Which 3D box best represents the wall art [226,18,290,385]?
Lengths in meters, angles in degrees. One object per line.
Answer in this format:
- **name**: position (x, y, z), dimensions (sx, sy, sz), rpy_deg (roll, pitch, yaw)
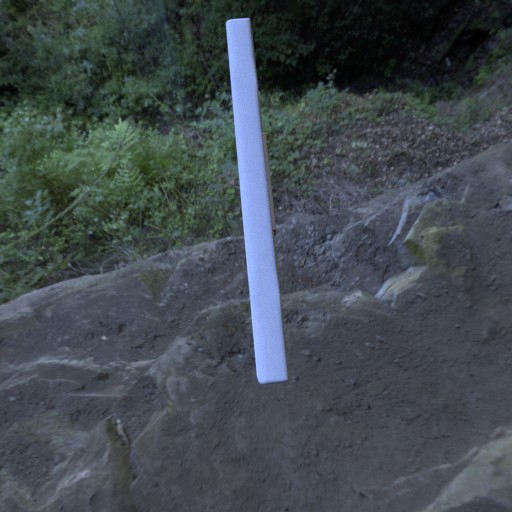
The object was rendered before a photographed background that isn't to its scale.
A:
- **wall art**: position (0.000, 0.000, 1.122), dimensions (0.048, 0.916, 0.602), rpy_deg (-5, 75, -1)
